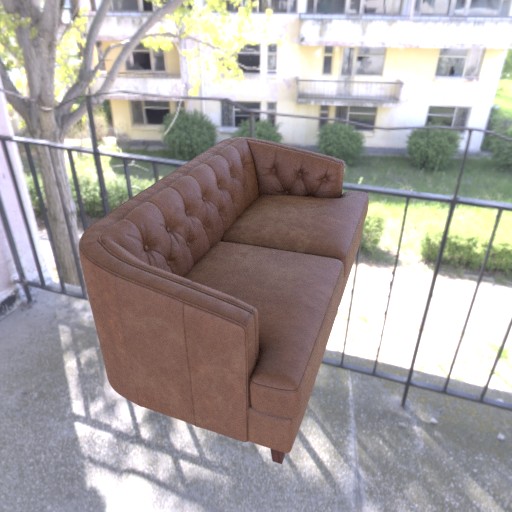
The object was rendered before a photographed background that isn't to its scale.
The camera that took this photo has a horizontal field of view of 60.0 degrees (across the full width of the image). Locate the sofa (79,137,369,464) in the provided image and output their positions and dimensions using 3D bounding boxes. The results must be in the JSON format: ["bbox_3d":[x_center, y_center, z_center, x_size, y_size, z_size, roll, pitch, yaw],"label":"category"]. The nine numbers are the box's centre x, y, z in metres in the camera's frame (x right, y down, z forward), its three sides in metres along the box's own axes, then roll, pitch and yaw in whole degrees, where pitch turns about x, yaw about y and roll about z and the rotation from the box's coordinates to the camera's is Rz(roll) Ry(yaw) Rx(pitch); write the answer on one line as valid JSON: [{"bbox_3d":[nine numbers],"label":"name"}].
[{"bbox_3d":[0.000,0.000,2.251,0.914,0.786,1.755,10,31,17],"label":"sofa"}]
